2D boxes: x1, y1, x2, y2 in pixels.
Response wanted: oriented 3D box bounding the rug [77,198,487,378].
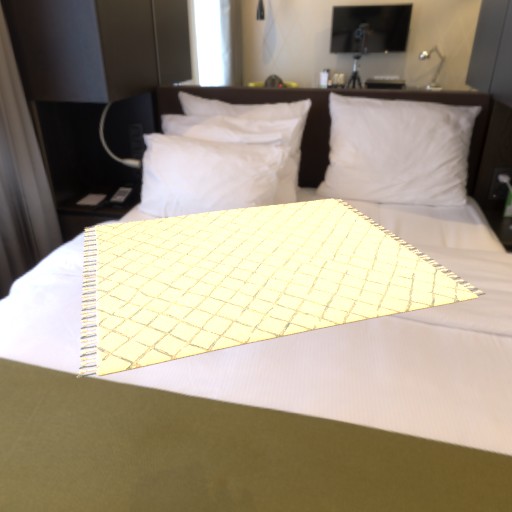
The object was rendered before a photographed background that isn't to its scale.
[{"bbox_3d":[0.000,0.000,4.813,3.585,0.036,2.892,-8,28,-16],"label":"rug"}]
